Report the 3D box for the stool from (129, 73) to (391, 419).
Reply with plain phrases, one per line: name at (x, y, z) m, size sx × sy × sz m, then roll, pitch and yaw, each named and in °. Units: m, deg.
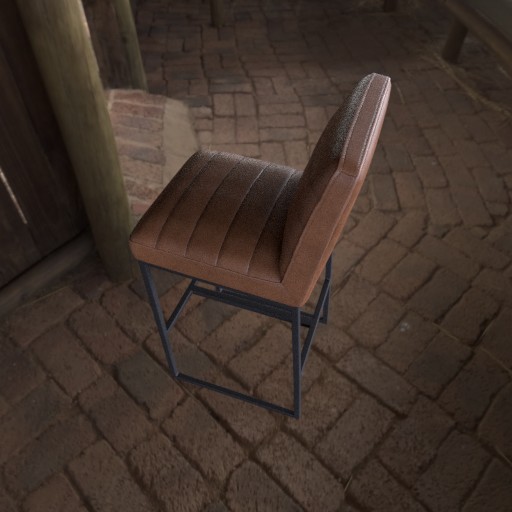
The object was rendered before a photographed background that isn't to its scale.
stool at (0.000, 0.000, 1.347) m, size 0.556 × 1.040 × 0.458 m, roll 14°, pitch 48°, yaw 13°
